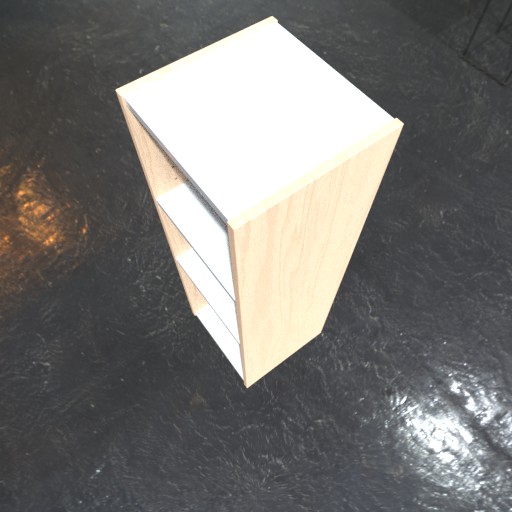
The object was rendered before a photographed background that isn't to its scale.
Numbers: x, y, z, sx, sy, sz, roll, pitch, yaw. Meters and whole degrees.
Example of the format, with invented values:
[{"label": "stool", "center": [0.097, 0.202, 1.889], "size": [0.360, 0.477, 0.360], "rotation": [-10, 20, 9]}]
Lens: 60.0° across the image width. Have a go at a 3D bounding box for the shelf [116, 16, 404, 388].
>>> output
[{"label": "shelf", "center": [0.000, 0.000, 1.028], "size": [0.290, 0.900, 0.300], "rotation": [-33, 67, -16]}]
